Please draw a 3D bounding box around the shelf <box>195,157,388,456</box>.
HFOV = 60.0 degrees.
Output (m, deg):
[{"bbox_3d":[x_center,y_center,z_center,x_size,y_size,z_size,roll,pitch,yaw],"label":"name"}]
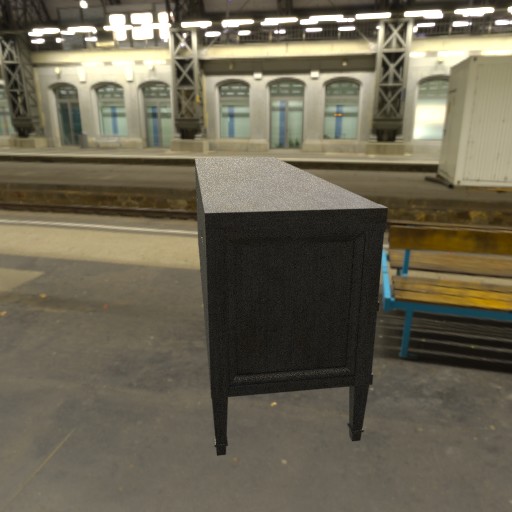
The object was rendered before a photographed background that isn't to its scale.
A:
[{"bbox_3d":[0.000,0.000,1.941,0.479,0.719,1.575,-2,17,-8],"label":"shelf"}]
